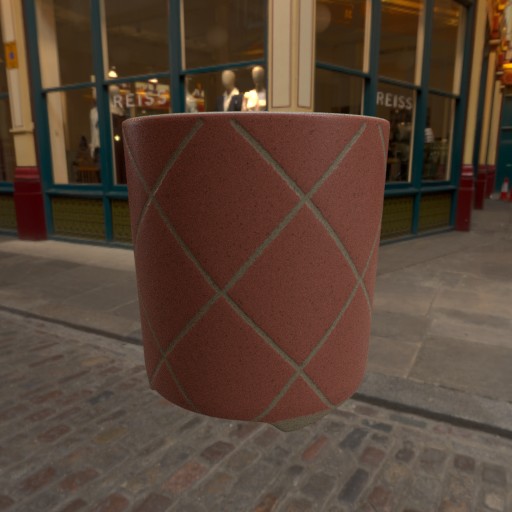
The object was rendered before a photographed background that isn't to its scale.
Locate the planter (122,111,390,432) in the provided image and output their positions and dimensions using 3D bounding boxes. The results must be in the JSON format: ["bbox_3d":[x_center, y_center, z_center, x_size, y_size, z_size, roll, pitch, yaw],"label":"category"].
[{"bbox_3d":[0.000,0.000,0.349,0.191,0.200,0.191,0,12,0],"label":"planter"}]
